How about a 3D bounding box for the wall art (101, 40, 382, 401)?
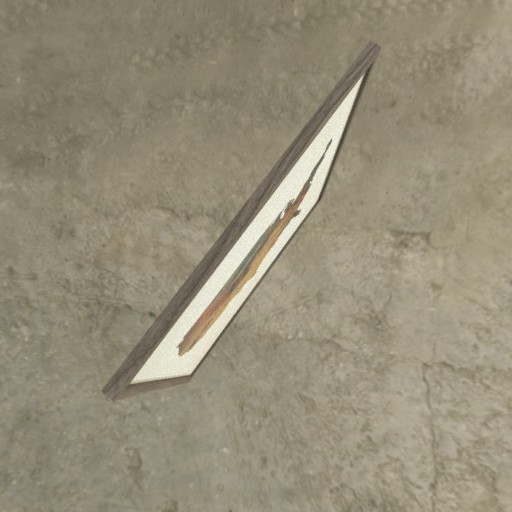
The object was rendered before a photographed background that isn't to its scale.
[{"bbox_3d":[0.000,0.000,0.737,0.016,0.507,0.508,35,79,8],"label":"wall art"}]
